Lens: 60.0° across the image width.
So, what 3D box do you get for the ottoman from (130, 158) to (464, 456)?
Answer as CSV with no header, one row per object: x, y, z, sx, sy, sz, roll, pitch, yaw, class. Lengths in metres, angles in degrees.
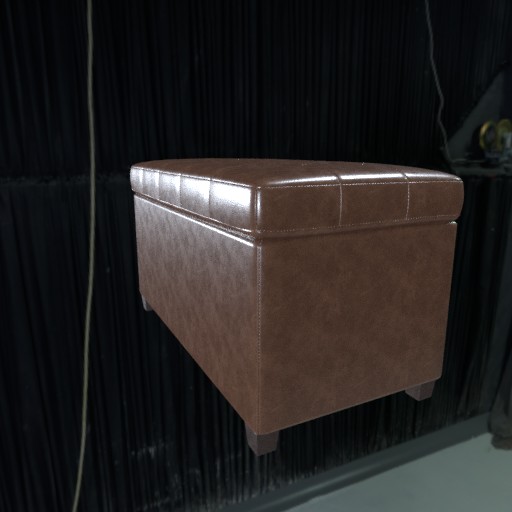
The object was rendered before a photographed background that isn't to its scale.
0.000,0.000,1.107,0.432,0.470,0.838,-7,15,-26,ottoman
